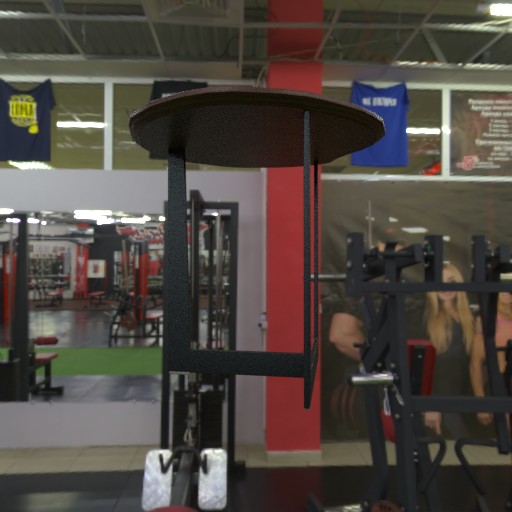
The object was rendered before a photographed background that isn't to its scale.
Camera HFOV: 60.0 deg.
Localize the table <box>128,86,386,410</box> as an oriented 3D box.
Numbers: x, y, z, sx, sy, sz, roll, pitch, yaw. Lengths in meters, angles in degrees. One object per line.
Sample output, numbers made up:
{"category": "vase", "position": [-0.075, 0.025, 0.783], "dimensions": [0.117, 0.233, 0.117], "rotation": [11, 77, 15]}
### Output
{"category": "table", "position": [0.000, 0.000, 0.863], "dimensions": [0.494, 0.476, 0.477], "rotation": [0, -1, 0]}
